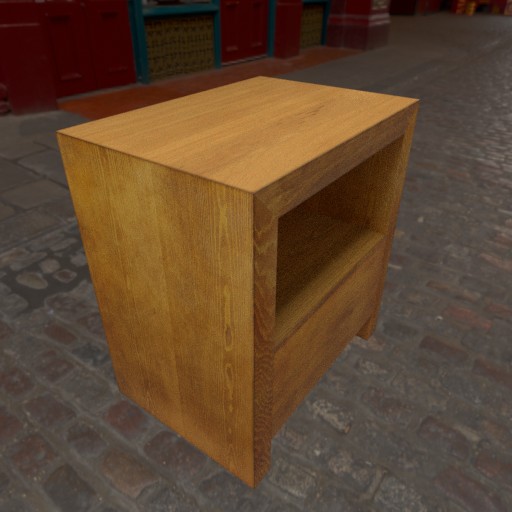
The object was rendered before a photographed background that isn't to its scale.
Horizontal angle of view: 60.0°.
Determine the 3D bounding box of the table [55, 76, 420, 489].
[{"bbox_3d":[0.000,0.000,0.954,0.400,0.605,0.550,22,39,30],"label":"table"}]
